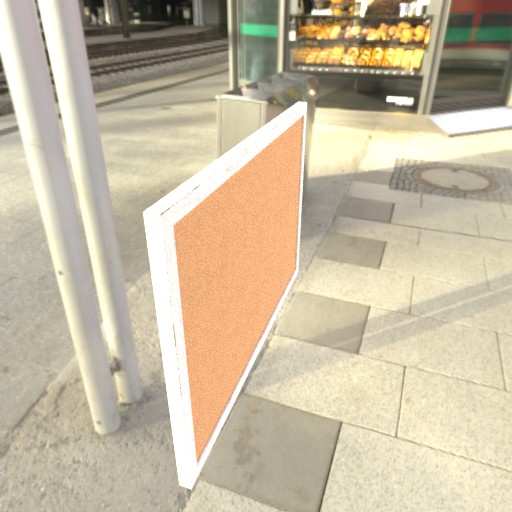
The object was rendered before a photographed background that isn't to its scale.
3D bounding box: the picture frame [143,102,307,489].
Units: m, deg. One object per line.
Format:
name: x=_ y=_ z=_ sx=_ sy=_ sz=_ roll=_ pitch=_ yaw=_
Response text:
picture frame: x=0.000 y=0.000 z=1.194 sx=0.029 sy=0.640 sz=0.950 roll=9 pitch=30 yaw=16
